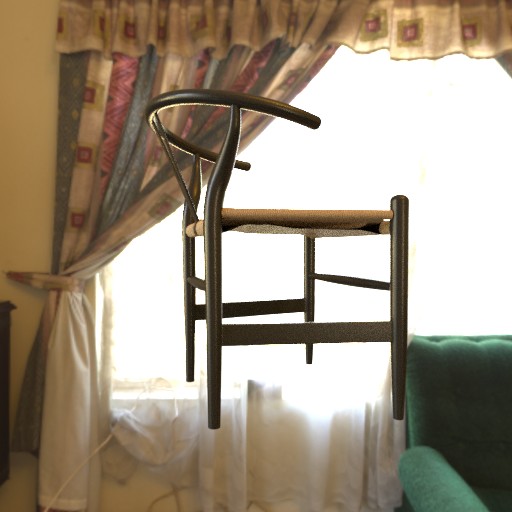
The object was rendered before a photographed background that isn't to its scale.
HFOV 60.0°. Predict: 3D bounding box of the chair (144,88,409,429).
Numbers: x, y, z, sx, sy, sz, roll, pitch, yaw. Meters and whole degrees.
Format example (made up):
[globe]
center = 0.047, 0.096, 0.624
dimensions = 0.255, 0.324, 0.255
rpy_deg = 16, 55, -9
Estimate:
[chair]
center = 0.000, 0.000, 1.172
dimensions = 0.570, 0.739, 0.570
rpy_deg = 0, 1, -17
